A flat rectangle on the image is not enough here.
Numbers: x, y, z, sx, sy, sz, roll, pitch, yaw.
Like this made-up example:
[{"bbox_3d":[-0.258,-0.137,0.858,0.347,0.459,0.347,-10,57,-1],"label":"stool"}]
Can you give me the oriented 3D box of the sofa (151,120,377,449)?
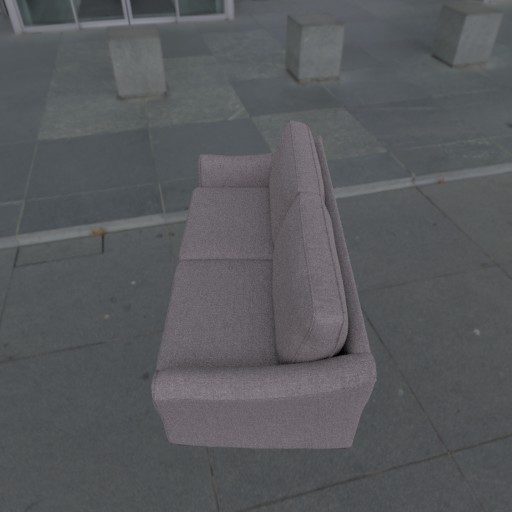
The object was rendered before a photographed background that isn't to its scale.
[{"bbox_3d":[0.000,0.000,2.805,1.013,0.976,2.203,0,41,0],"label":"sofa"}]
